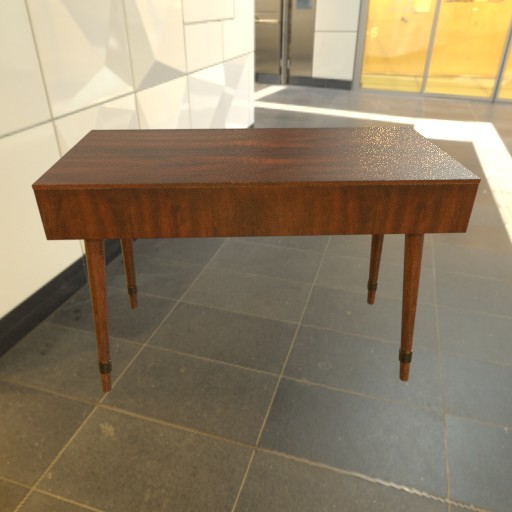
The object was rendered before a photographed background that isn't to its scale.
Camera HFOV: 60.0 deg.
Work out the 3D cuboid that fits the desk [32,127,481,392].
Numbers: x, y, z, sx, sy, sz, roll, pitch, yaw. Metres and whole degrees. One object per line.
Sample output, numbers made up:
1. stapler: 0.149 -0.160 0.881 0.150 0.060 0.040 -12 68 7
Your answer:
1. desk: 0.000 0.000 2.128 1.577 1.031 0.734 -1 30 -2
